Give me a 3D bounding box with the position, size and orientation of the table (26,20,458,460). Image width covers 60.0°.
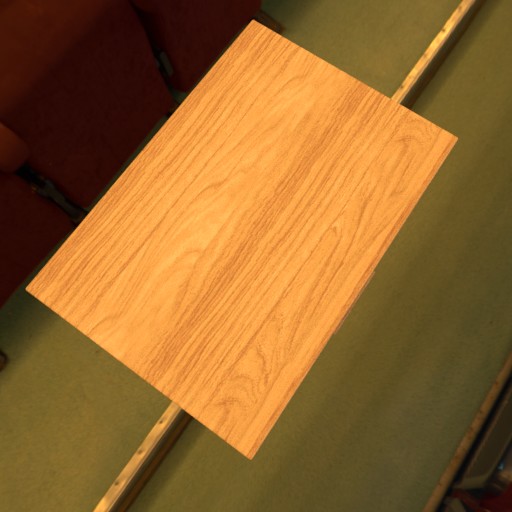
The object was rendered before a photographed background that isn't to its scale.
[{"bbox_3d":[0.000,0.000,0.794,0.360,0.440,0.500,34,78,9],"label":"table"}]
